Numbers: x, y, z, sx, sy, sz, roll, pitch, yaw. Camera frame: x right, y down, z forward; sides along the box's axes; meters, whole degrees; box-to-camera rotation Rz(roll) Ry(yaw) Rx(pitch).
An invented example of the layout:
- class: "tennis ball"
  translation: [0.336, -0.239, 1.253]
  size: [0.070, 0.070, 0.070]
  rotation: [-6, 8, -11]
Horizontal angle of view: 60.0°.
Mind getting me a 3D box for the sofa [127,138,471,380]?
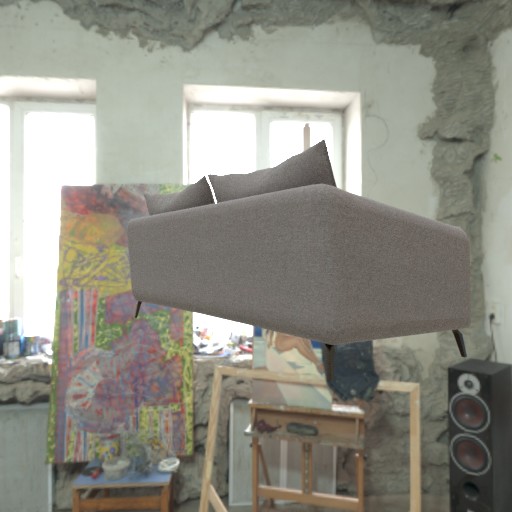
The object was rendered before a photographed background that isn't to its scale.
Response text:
- class: "sofa"
  translation: [0.000, 0.000, 2.428]
  size: [0.809, 0.833, 2.022]
  rotation: [0, 0, -35]
